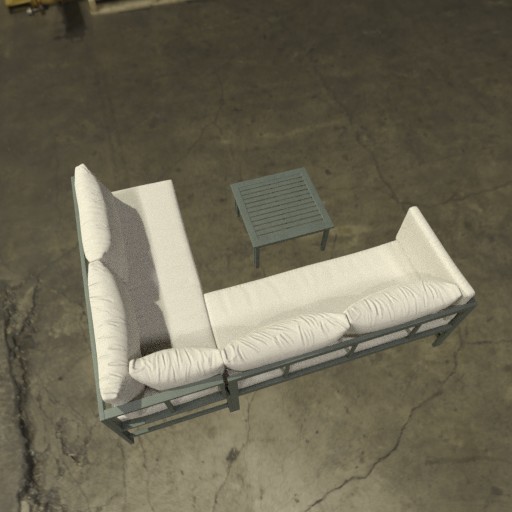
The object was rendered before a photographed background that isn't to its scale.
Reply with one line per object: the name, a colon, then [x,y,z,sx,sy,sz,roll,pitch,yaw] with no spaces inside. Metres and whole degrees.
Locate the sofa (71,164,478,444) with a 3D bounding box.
sofa: [0.000,0.000,2.942,2.096,0.758,1.658,-15,59,-9]
